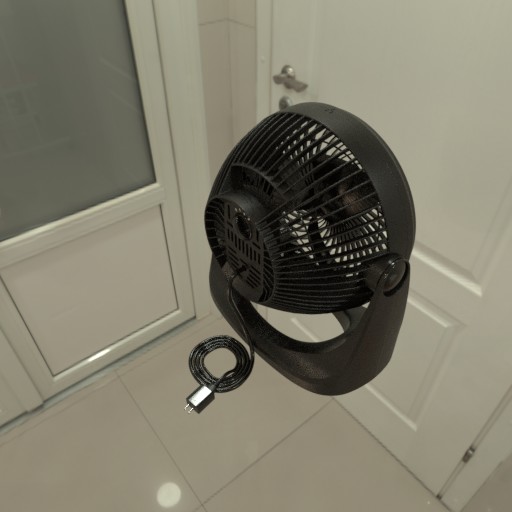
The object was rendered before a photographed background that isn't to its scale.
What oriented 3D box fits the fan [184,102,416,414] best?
[{"bbox_3d":[0.000,0.000,0.480,0.256,0.277,0.273,-28,48,-28],"label":"fan"}]
